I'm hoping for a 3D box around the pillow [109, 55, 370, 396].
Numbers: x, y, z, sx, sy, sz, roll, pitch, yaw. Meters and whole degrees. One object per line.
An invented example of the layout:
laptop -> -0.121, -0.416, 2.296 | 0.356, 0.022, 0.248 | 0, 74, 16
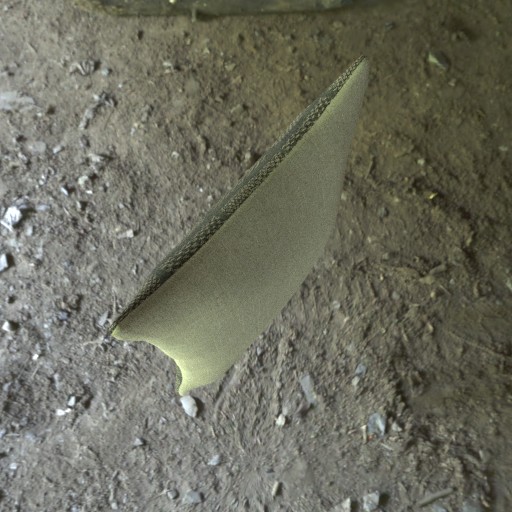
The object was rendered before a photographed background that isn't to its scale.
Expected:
pillow -> 0.000, 0.000, 0.657 | 0.138, 0.432, 0.435 | 35, 70, 15
